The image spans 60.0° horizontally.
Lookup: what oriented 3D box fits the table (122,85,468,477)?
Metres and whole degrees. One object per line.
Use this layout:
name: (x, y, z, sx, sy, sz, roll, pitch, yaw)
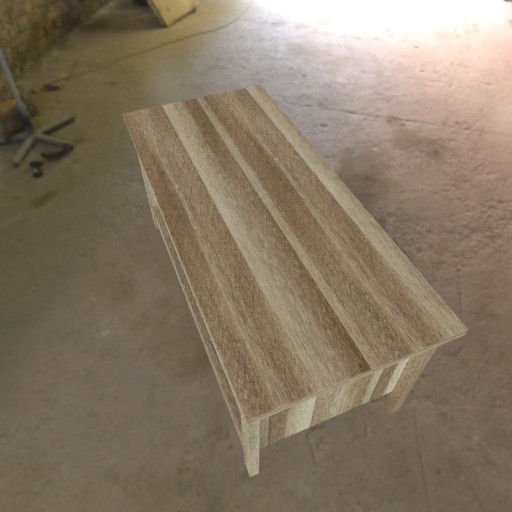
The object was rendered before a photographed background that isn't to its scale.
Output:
table: (0.000, 0.000, 1.363, 0.493, 0.480, 1.095, -17, 51, -15)
